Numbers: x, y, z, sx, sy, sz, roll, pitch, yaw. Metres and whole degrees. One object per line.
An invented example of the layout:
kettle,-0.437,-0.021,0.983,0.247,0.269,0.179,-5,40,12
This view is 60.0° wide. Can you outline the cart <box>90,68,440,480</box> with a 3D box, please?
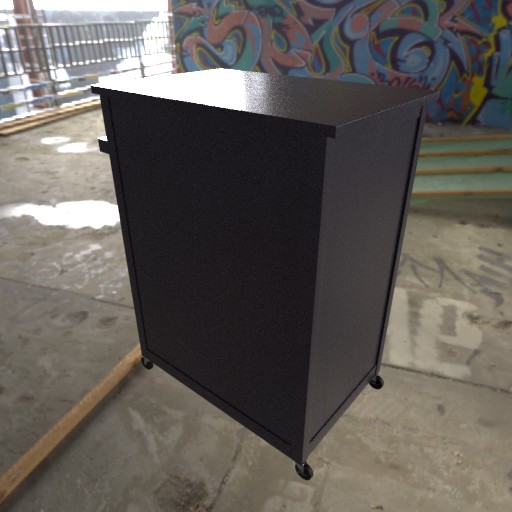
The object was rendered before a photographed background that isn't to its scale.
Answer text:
cart,0.000,0.000,1.221,0.690,0.878,0.449,22,36,34
